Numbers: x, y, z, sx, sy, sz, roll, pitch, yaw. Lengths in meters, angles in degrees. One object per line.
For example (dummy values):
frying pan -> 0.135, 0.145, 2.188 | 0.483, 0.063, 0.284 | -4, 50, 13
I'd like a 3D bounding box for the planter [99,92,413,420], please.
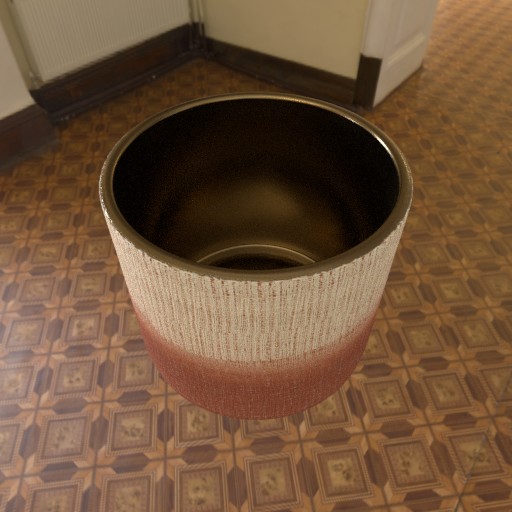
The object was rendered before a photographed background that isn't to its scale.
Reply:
planter -> 0.000, 0.000, 0.440 | 0.254, 0.221, 0.254 | 0, 47, 0
